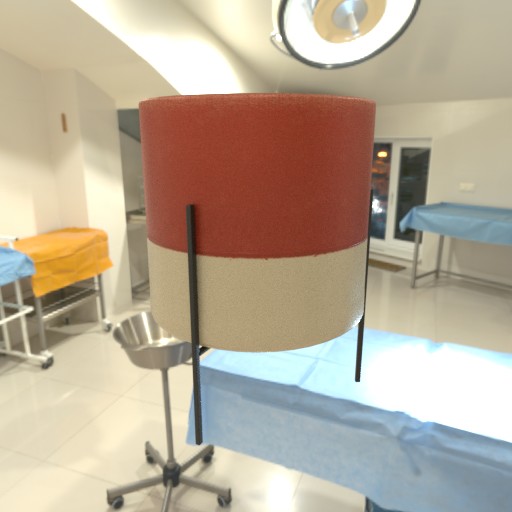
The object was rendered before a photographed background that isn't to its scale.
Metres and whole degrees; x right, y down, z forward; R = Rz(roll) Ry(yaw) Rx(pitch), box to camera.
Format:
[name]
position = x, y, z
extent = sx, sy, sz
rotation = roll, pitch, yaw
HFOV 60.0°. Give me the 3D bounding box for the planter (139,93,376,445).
[planter]
position = 0.000, 0.000, 0.712
extent = 0.345, 0.465, 0.354
rotation = 8, 17, 27
